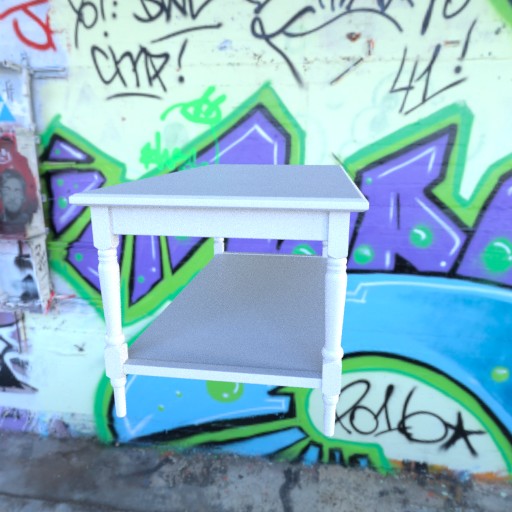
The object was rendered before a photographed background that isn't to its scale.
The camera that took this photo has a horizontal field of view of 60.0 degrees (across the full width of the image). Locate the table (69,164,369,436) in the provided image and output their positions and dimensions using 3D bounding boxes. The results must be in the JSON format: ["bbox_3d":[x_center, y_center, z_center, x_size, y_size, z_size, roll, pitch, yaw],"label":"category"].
[{"bbox_3d":[0.000,0.000,1.387,0.551,0.506,1.109,2,15,8],"label":"table"}]
